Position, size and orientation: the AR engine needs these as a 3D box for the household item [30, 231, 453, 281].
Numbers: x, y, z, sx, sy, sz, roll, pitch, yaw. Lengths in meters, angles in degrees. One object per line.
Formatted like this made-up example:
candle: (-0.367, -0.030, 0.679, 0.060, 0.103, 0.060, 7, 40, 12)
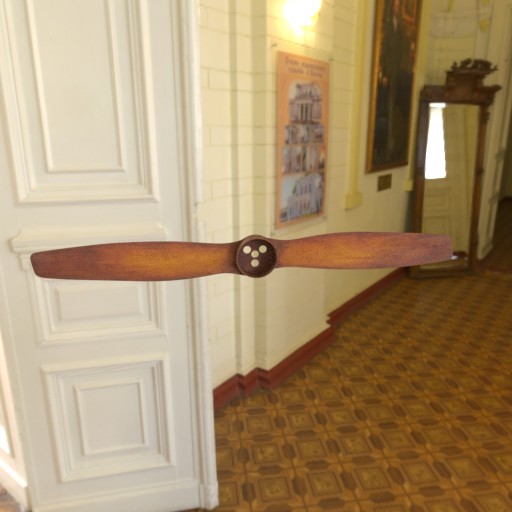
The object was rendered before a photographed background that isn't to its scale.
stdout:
household item: (0.000, 0.000, 1.237, 1.181, 0.121, 0.051, -2, 16, -8)
